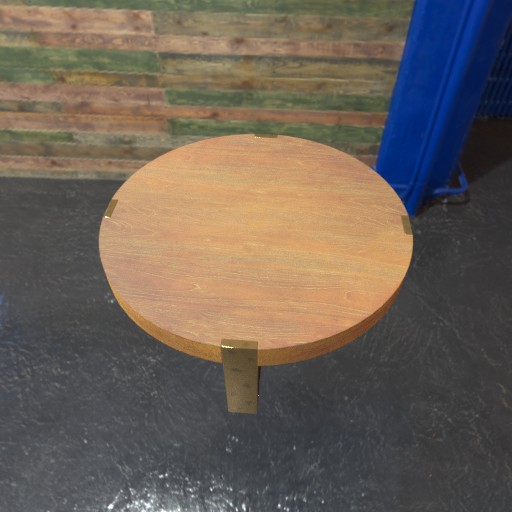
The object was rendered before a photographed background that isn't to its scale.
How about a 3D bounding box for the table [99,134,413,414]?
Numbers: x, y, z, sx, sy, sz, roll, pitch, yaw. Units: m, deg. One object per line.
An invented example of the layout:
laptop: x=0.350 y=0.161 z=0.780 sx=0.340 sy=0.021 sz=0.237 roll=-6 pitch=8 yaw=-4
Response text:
table: x=0.000 y=0.000 z=1.755 sx=1.100 sy=0.420 sz=1.100 roll=0 pitch=47 yaw=0
